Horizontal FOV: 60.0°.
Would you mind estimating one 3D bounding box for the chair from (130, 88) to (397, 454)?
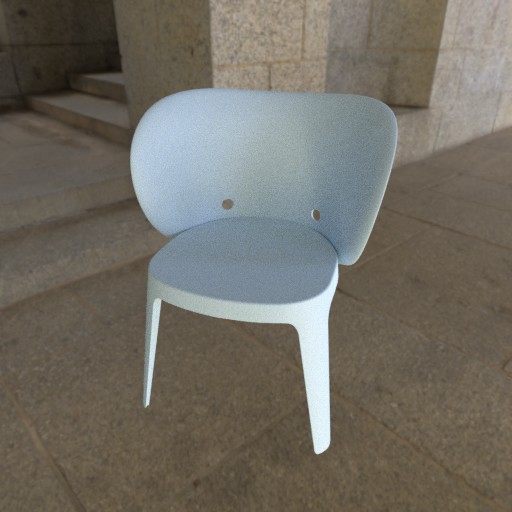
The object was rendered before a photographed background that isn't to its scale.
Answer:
[{"bbox_3d":[0.000,0.000,0.847,0.451,0.554,0.402,9,29,16],"label":"chair"}]
